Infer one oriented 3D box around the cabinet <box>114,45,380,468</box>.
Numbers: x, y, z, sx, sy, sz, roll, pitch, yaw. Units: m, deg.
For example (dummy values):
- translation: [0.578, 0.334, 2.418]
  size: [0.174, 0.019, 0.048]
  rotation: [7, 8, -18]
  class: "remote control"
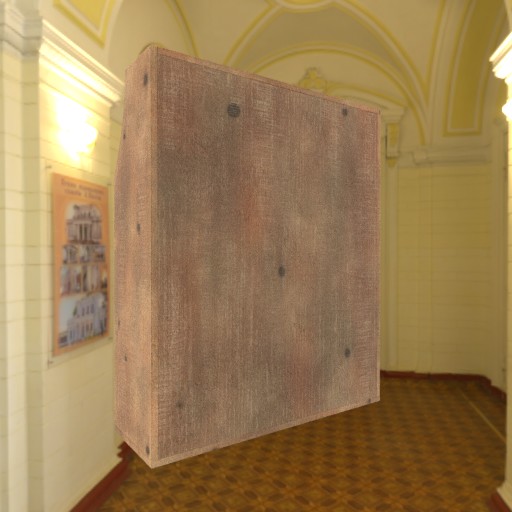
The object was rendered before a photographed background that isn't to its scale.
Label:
- translation: [0.000, 0.000, 0.833]
  size: [0.489, 0.590, 0.184]
  rotation: [0, 1, -35]
  class: "cabinet"
